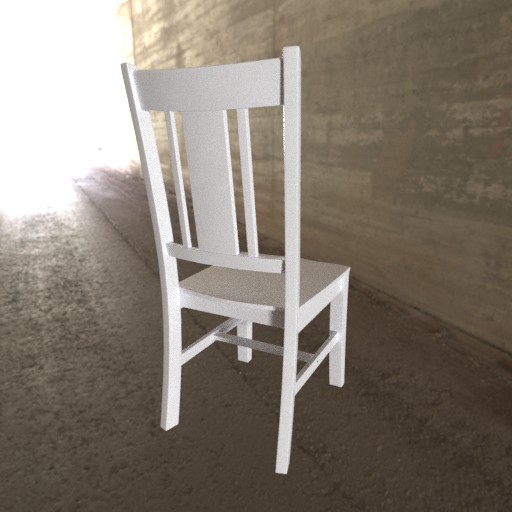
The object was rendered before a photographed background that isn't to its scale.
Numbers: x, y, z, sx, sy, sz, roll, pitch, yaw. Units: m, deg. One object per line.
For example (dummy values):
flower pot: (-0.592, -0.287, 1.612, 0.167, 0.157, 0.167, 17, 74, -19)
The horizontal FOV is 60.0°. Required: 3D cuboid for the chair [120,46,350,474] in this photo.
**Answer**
chair: (0.000, 0.000, 1.279, 0.450, 0.998, 0.555, 8, 17, 27)
